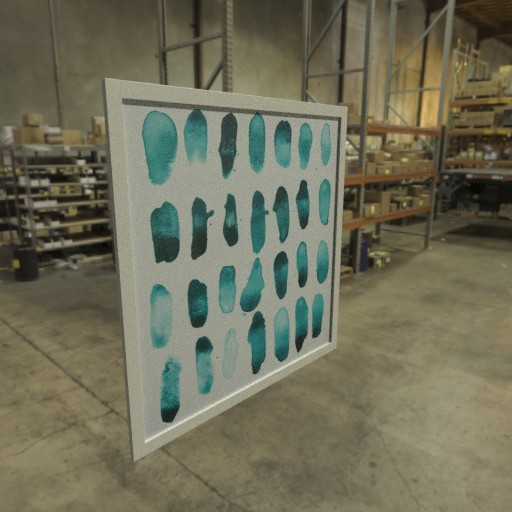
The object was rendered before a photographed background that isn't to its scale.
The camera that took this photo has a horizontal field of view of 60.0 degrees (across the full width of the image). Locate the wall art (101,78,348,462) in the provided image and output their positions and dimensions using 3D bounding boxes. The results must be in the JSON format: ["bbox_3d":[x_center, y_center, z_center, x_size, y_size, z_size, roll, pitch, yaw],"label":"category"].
[{"bbox_3d":[0.000,0.000,1.194,0.013,0.813,0.812,13,19,42],"label":"wall art"}]
